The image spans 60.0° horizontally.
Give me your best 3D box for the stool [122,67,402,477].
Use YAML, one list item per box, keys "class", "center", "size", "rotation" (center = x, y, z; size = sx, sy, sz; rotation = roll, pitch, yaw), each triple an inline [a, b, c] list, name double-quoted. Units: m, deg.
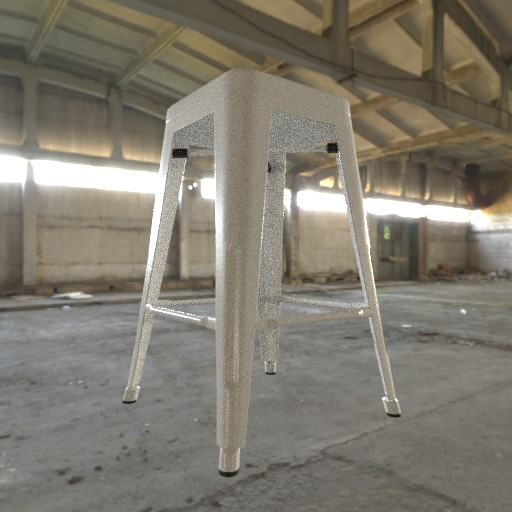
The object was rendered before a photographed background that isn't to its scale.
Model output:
- class: "stool"
  center: [0.000, 0.000, 0.888]
  size: [0.406, 0.610, 0.406]
  rotation: [0, 0, -37]
